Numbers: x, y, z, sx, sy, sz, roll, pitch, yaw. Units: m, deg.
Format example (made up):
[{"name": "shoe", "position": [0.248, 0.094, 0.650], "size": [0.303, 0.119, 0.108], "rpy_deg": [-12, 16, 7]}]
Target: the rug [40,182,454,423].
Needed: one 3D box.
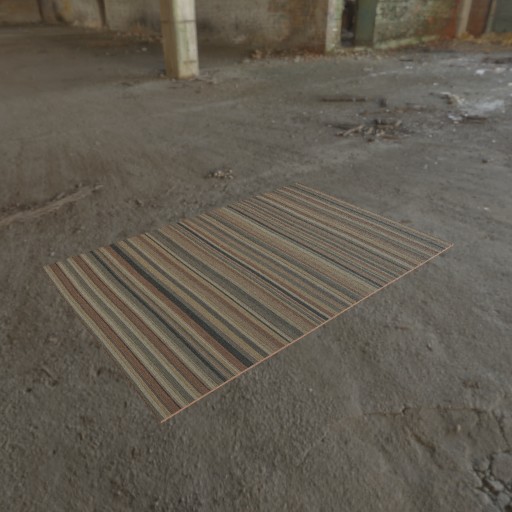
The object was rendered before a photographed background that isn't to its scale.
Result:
[{"name": "rug", "position": [0.000, 0.000, 2.334], "size": [1.829, 0.008, 1.219], "rpy_deg": [-23, 38, -34]}]
